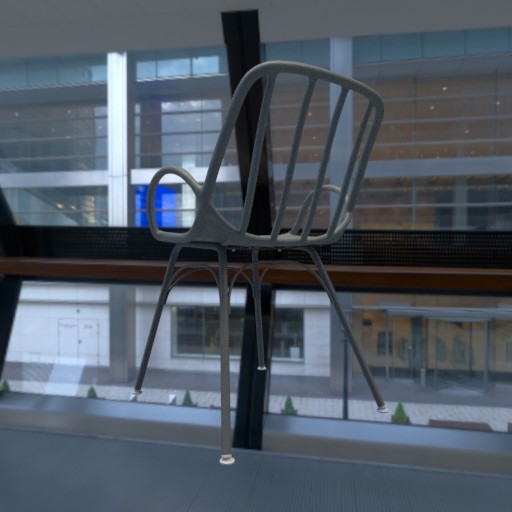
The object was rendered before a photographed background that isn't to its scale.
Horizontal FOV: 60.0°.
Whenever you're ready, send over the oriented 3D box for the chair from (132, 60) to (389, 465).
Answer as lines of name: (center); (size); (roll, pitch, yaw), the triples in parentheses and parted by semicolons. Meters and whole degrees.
chair: (0.000, 0.000, 1.213); (0.549, 0.816, 0.597); (0, 1, -36)
